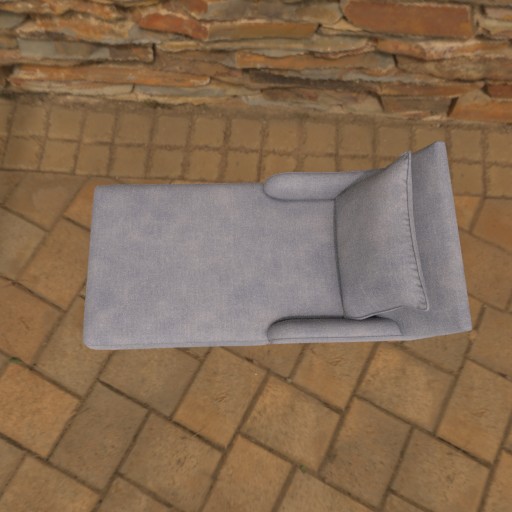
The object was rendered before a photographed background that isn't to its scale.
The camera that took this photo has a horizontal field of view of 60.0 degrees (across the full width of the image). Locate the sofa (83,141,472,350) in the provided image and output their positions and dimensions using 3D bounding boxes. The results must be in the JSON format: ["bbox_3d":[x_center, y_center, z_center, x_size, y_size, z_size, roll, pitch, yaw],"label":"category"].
[{"bbox_3d":[0.000,0.000,2.303,1.779,0.883,0.904,-1,75,0],"label":"sofa"}]
